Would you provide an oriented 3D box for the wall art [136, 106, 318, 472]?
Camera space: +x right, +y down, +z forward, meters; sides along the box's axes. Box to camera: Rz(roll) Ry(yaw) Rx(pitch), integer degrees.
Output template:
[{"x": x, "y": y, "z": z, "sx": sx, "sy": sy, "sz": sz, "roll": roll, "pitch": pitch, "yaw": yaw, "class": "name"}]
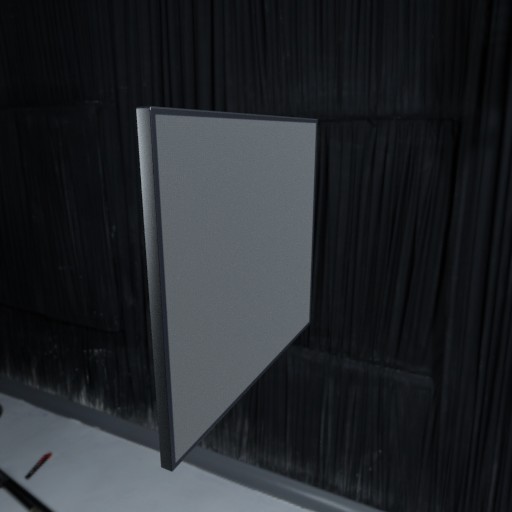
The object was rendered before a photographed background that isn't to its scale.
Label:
[{"x": 0.000, "y": 0.000, "z": 0.742, "sx": 0.018, "sy": 0.450, "sz": 0.521, "roll": 8, "pitch": 17, "yaw": 26, "class": "wall art"}]
